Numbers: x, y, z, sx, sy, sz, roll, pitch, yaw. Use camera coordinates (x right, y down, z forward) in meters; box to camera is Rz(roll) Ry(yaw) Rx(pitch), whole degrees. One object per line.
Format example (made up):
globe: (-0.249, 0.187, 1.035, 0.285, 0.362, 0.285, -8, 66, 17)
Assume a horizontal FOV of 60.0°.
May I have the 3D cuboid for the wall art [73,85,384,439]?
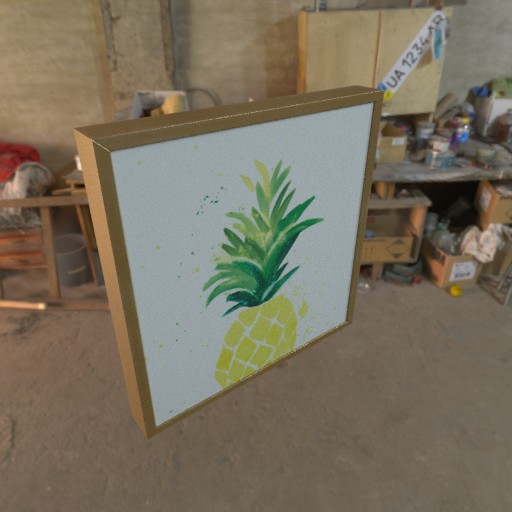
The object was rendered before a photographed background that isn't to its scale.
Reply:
wall art: (0.000, 0.000, 0.466, 0.306, 0.305, 0.038, -21, 36, -32)
